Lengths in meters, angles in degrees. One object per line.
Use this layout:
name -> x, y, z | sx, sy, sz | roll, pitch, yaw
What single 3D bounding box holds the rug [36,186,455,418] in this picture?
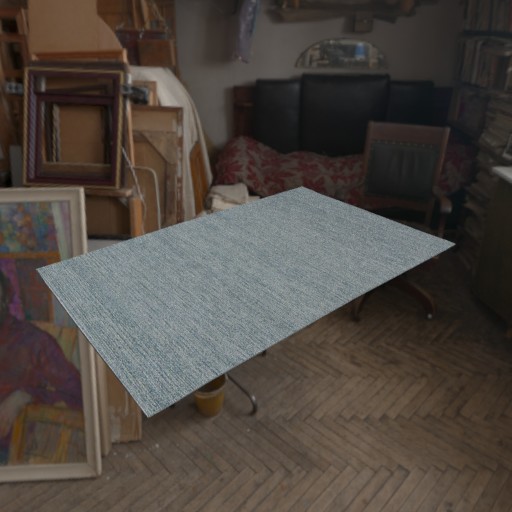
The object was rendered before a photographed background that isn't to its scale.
rug -> 0.000, 0.000, 2.294 | 1.853, 0.022, 1.174 | -22, 36, -34
